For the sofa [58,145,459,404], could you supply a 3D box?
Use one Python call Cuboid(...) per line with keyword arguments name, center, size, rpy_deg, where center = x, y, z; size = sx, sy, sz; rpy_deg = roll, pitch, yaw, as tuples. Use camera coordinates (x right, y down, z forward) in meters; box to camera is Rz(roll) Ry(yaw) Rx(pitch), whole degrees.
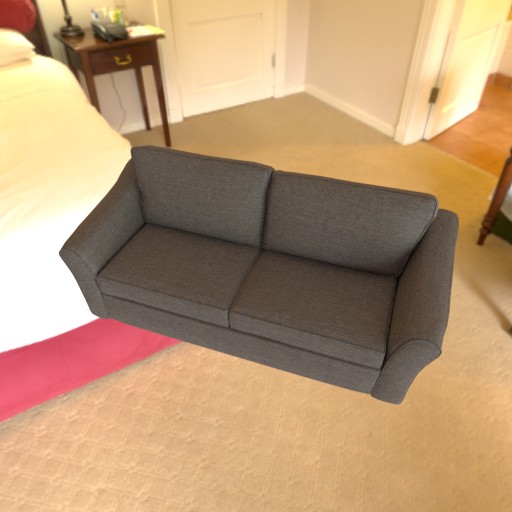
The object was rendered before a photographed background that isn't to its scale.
Cuboid(name="sofa", center=(0.000, 0.000, 2.782), size=(2.270, 0.950, 0.971), rpy_deg=(13, 42, 15))
